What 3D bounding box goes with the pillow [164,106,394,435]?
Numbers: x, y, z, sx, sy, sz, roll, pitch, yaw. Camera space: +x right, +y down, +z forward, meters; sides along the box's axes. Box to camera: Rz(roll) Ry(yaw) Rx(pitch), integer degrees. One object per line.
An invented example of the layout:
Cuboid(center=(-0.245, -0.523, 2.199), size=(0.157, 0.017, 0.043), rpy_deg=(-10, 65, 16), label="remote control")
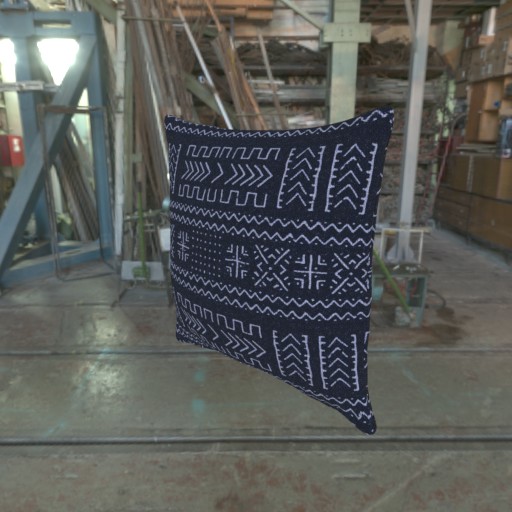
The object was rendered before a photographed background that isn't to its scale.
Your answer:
Cuboid(center=(0.000, 0.000, 0.685), size=(0.438, 0.430, 0.164), rpy_deg=(14, 20, 42), label="pillow")
